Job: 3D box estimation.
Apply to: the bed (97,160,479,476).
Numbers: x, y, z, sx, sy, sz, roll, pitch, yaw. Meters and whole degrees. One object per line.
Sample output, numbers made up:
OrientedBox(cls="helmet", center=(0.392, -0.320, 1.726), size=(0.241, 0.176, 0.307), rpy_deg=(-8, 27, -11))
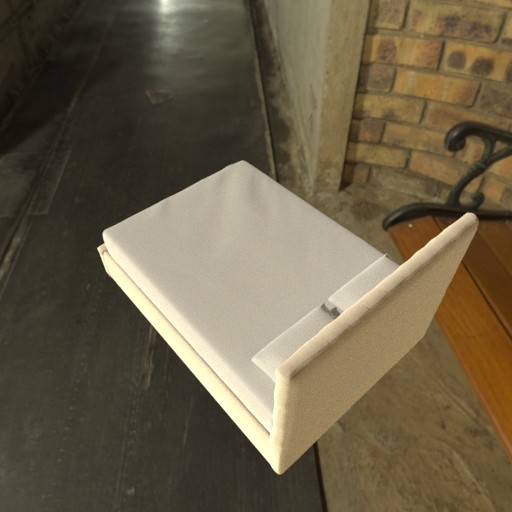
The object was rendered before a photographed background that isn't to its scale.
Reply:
OrientedBox(cls="bed", center=(0.000, 0.000, 3.497), size=(1.698, 1.427, 2.387), rpy_deg=(-33, 55, -27))
